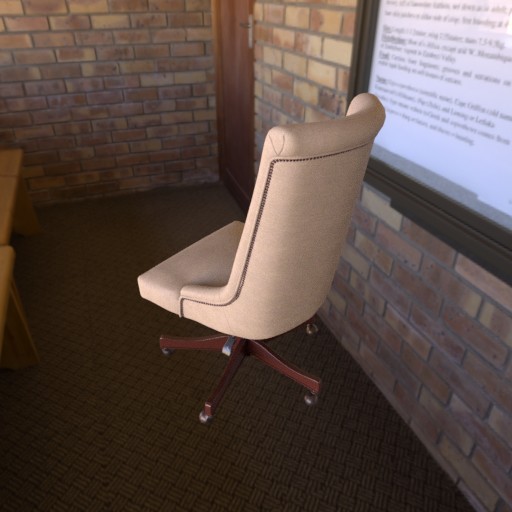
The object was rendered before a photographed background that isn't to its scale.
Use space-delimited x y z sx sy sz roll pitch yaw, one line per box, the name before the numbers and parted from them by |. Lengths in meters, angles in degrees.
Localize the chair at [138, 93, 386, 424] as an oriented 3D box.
chair | 0.000 0.000 1.449 0.696 1.010 0.645 21 37 31
